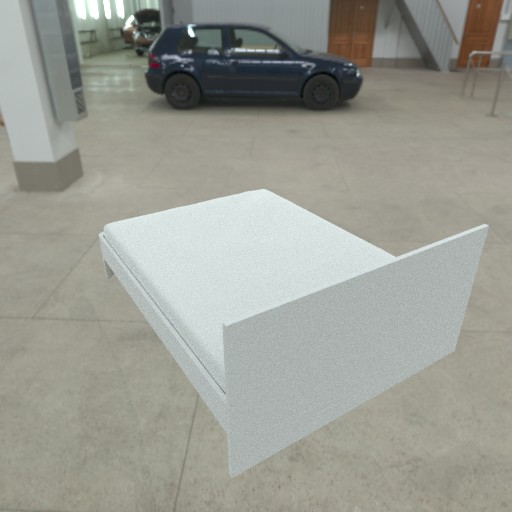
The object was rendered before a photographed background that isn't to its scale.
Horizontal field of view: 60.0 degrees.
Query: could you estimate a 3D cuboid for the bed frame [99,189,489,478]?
[{"bbox_3d":[0.000,0.000,2.751,1.490,0.800,1.950,-17,33,-28],"label":"bed frame"}]
